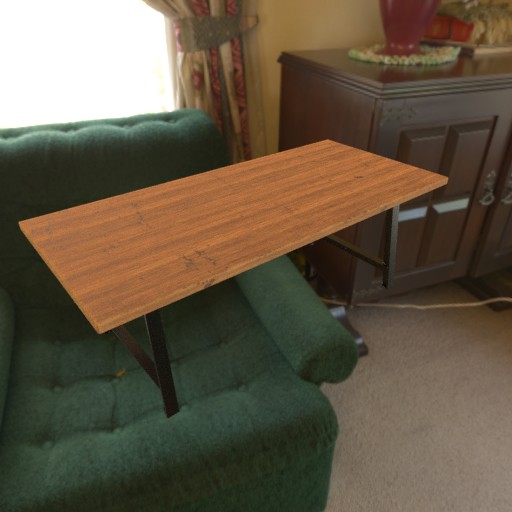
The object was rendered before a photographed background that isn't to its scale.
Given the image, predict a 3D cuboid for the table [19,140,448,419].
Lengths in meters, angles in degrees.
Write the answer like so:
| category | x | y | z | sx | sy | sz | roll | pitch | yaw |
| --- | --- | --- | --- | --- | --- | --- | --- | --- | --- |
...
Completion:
| category | x | y | z | sx | sy | sz | roll | pitch | yaw |
| --- | --- | --- | --- | --- | --- | --- | --- | --- | --- |
| table | 0.000 | 0.000 | 2.633 | 2.200 | 0.757 | 1.000 | -23 | 38 | -32 |
